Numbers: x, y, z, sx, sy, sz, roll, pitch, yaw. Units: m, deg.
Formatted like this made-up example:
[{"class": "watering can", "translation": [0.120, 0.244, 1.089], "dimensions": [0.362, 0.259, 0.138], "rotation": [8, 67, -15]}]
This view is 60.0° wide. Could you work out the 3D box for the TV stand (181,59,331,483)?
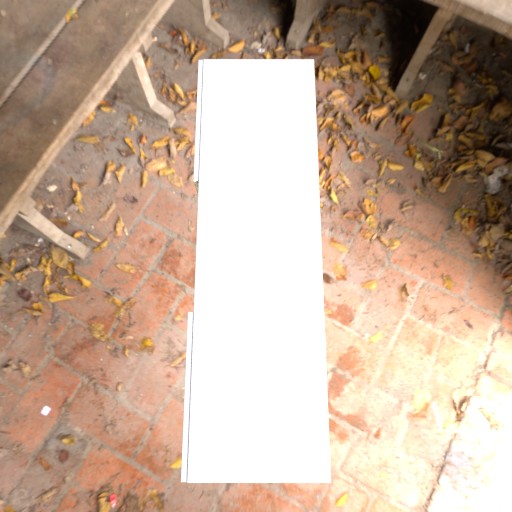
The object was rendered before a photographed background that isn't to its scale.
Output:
[{"class": "TV stand", "translation": [0.000, 0.000, 1.574], "dimensions": [0.420, 0.310, 1.400], "rotation": [0, 74, 0]}]
